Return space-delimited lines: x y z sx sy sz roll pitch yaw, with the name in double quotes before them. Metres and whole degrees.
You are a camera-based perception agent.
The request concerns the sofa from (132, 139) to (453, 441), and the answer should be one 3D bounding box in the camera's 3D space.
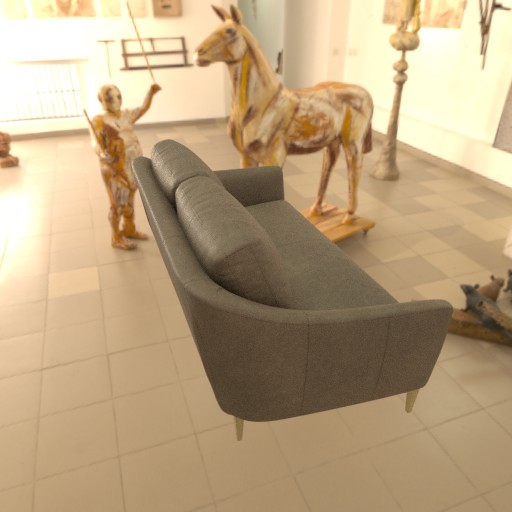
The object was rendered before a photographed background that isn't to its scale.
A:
"sofa" 0.000 0.000 2.162 0.960 0.902 1.619 -11 32 -18
